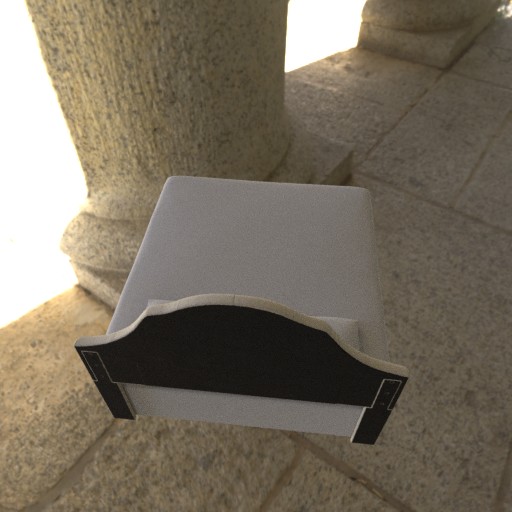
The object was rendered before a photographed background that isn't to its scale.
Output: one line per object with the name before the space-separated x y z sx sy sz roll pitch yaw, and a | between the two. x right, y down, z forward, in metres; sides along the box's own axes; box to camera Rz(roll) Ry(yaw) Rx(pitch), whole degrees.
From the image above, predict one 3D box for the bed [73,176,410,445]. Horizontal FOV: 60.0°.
bed | 0.000 0.000 3.390 2.012 1.555 2.086 4 47 4
